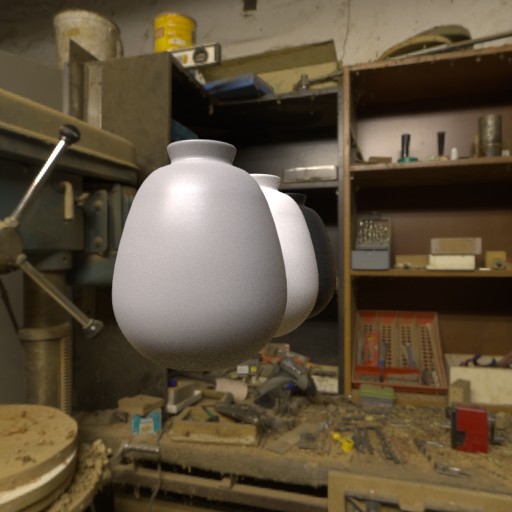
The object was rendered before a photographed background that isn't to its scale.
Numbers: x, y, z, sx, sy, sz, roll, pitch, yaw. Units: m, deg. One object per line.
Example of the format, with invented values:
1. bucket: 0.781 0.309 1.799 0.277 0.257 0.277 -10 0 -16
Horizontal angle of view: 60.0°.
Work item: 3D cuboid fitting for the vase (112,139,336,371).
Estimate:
1. vase: 0.000 0.000 0.348 0.097 0.122 0.297 0 0 18
